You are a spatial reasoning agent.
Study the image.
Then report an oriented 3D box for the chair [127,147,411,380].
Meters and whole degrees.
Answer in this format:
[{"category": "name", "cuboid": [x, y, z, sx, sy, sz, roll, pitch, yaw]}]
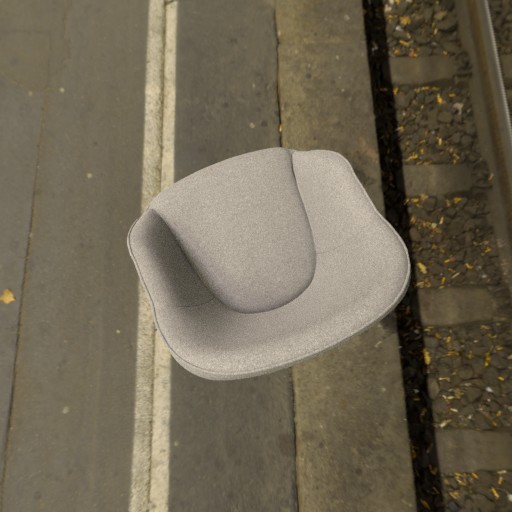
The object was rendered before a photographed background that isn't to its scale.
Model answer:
[{"category": "chair", "cuboid": [0.000, 0.000, 1.246, 0.589, 0.810, 0.611, -23, 77, -6]}]
